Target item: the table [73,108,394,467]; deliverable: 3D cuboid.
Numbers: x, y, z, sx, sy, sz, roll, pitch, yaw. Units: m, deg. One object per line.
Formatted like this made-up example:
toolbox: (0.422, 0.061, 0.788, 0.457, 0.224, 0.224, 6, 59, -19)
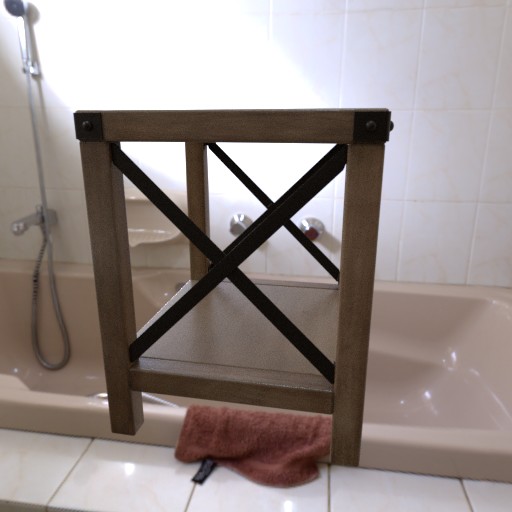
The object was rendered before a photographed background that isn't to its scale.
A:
table: (0.000, 0.000, 0.912, 0.459, 0.561, 0.510, 3, 17, 11)
